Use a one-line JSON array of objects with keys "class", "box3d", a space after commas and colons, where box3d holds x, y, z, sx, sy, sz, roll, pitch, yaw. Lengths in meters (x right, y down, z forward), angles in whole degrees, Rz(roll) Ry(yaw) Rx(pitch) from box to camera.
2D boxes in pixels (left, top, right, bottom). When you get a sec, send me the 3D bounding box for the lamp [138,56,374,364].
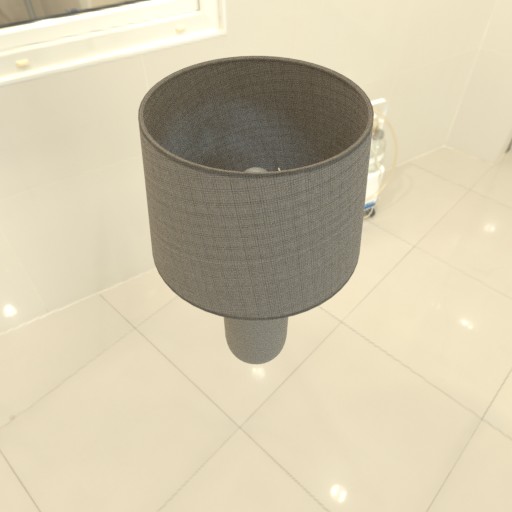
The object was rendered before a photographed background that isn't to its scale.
[{"class": "lamp", "box3d": [0.000, 0.000, 0.831, 0.367, 0.609, 0.367, 0, 47, 0]}]
